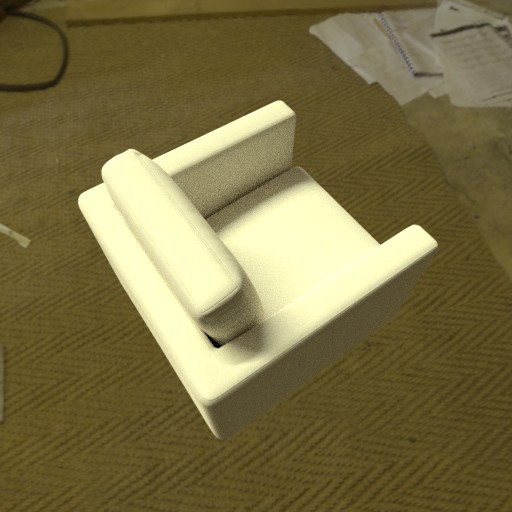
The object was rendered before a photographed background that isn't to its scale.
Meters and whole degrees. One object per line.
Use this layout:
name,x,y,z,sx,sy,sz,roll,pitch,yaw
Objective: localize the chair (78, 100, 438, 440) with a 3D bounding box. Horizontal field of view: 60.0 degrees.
chair,0.000,0.000,1.589,0.879,0.899,0.831,-31,63,-18
